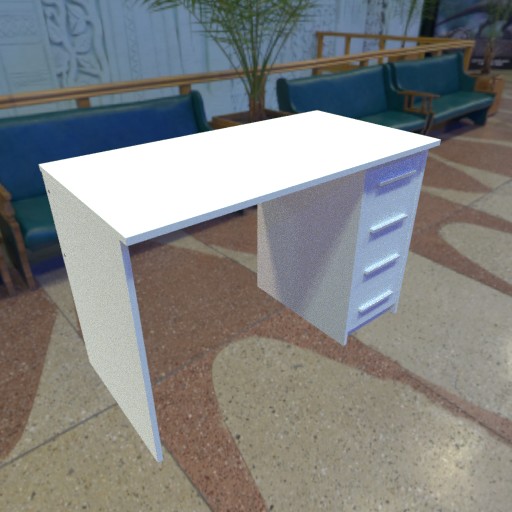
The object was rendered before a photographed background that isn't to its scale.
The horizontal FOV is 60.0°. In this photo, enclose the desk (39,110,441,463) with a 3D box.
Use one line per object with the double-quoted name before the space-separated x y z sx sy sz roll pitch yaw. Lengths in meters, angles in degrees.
"desk" 0.000 0.000 1.517 1.096 0.730 0.560 -22 37 -33
